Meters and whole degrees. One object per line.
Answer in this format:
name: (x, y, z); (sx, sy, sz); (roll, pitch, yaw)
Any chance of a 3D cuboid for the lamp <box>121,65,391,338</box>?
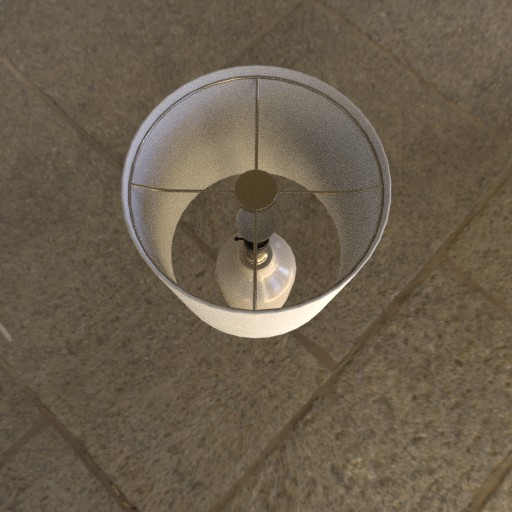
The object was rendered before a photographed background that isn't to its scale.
lamp: (0.000, 0.000, 0.591); (0.220, 0.475, 0.220); (14, 75, 4)
